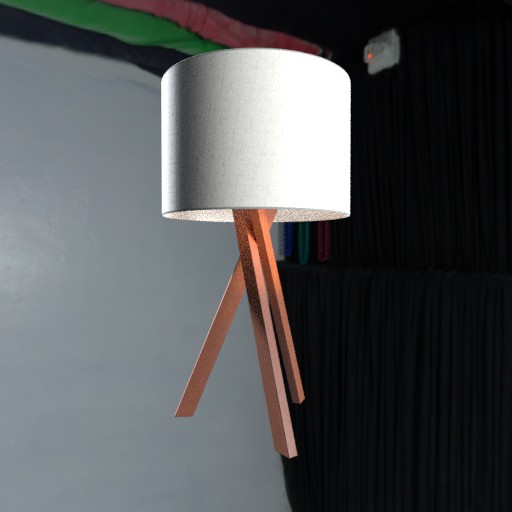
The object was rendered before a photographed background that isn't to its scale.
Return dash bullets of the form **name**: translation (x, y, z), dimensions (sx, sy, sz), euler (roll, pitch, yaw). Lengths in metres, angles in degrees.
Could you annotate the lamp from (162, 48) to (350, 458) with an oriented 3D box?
- **lamp**: translation (0.000, 0.000, 0.918), dimensions (0.380, 0.686, 0.380), euler (-1, 1, -36)
